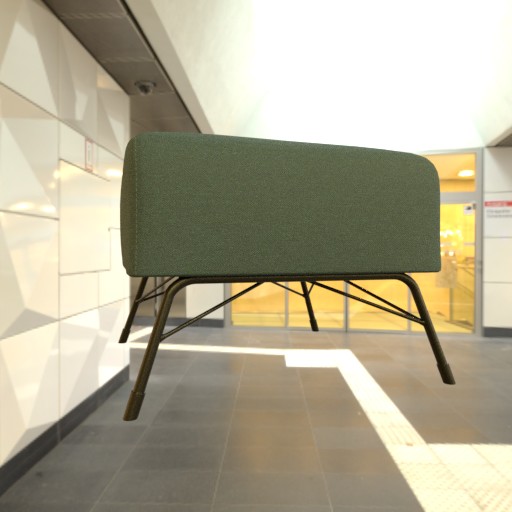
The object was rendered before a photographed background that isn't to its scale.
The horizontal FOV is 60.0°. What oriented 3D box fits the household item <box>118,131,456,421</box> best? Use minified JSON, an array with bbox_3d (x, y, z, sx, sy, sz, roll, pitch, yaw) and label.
[{"bbox_3d":[0.000,0.000,0.900,0.530,0.420,0.530,0,1,-18],"label":"household item"}]
